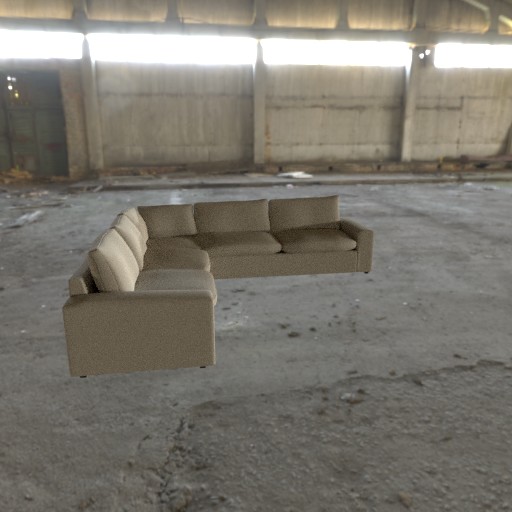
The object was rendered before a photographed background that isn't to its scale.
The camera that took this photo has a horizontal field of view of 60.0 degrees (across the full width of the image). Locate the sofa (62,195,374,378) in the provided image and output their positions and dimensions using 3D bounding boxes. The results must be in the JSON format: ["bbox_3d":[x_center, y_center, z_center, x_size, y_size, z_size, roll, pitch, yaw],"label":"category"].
[{"bbox_3d":[0.000,0.000,4.775,3.206,0.918,3.066,-2,15,-9],"label":"sofa"}]
